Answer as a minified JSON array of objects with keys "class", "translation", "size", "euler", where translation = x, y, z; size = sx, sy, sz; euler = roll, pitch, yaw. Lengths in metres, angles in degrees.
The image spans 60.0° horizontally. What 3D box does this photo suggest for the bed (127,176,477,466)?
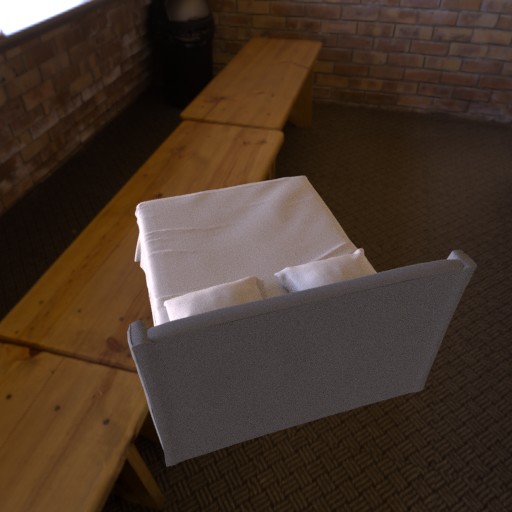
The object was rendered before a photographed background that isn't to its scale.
[{"class":"bed","translation":[0.000,0.000,3.482],"size":[1.925,1.332,2.276],"euler":[-11,43,-13]}]
